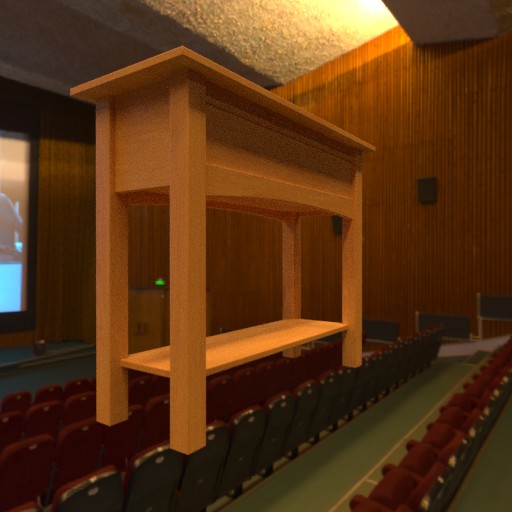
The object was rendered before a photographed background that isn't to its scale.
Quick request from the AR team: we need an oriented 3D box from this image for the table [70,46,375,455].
[{"bbox_3d":[0.000,0.000,1.223,0.340,0.728,0.900,0,0,36],"label":"table"}]
